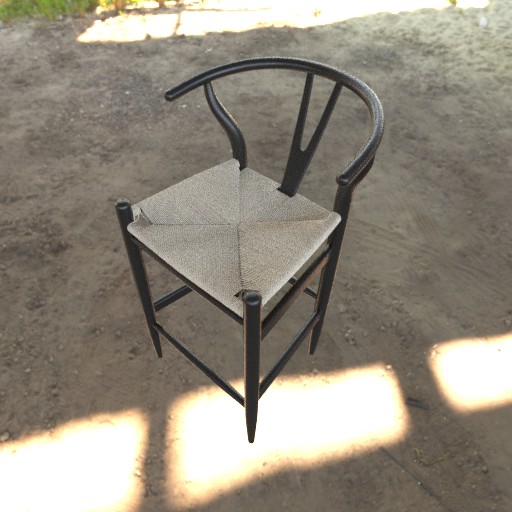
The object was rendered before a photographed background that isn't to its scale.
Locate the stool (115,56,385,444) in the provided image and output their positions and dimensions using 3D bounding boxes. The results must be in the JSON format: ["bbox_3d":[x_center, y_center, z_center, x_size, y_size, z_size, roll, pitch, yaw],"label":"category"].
[{"bbox_3d":[0.000,0.000,1.334,0.569,0.970,0.579,33,54,28],"label":"stool"}]
